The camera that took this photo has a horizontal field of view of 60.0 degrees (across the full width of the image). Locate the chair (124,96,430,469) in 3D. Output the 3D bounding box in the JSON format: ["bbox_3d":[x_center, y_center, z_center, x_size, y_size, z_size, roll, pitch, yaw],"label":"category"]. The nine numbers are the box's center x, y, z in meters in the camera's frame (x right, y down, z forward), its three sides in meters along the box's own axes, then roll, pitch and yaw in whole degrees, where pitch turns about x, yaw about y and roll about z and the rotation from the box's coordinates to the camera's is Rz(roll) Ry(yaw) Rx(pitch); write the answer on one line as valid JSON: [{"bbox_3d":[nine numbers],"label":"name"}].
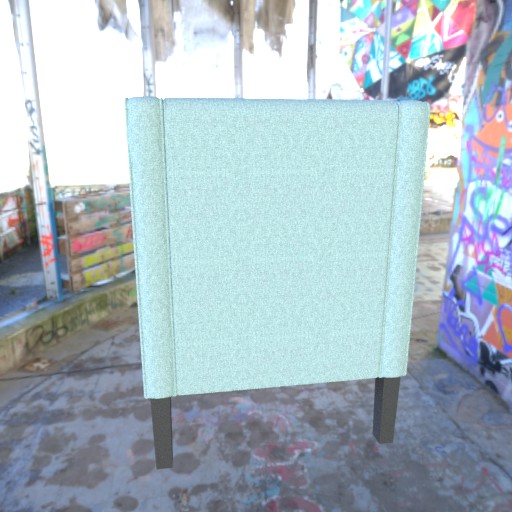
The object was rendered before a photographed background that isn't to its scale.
[{"bbox_3d":[0.000,0.000,1.808,0.857,1.133,1.025,-2,15,-9],"label":"chair"}]
